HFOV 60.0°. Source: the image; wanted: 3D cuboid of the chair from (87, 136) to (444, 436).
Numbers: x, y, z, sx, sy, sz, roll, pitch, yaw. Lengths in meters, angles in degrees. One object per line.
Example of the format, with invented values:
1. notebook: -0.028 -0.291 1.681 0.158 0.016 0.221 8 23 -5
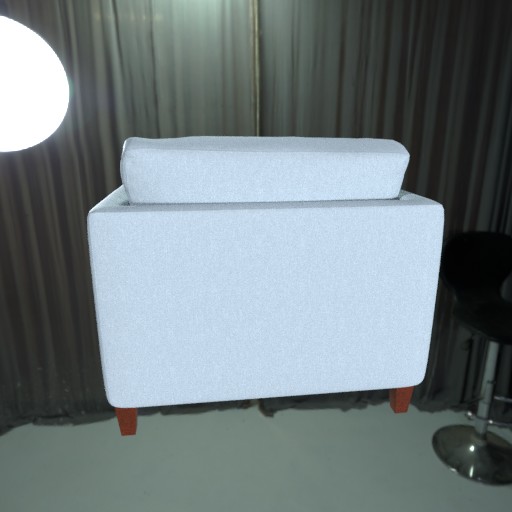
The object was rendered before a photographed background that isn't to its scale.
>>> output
1. chair: 0.000 0.000 1.816 1.107 0.961 0.953 -2 17 -7
